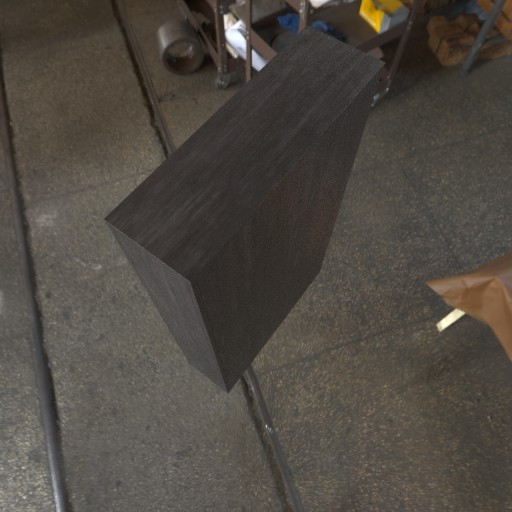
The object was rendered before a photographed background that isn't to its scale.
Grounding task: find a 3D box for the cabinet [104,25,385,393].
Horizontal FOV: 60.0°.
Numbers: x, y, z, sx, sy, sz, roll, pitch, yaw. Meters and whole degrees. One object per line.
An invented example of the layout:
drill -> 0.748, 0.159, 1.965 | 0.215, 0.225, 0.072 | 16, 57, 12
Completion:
cabinet -> 0.000, 0.000, 1.587 | 0.250, 1.280, 0.750 | 34, 68, 15
